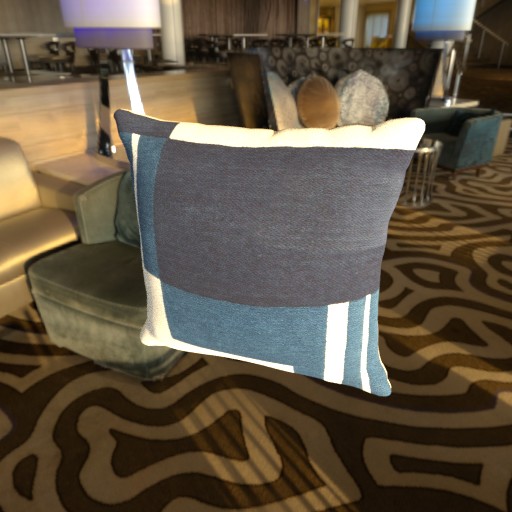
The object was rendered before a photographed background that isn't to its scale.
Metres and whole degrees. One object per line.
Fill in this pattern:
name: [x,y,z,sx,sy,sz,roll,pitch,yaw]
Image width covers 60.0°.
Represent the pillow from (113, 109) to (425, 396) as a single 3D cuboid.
pillow: [0.000,0.000,0.802,0.536,0.506,0.229,8,28,16]
